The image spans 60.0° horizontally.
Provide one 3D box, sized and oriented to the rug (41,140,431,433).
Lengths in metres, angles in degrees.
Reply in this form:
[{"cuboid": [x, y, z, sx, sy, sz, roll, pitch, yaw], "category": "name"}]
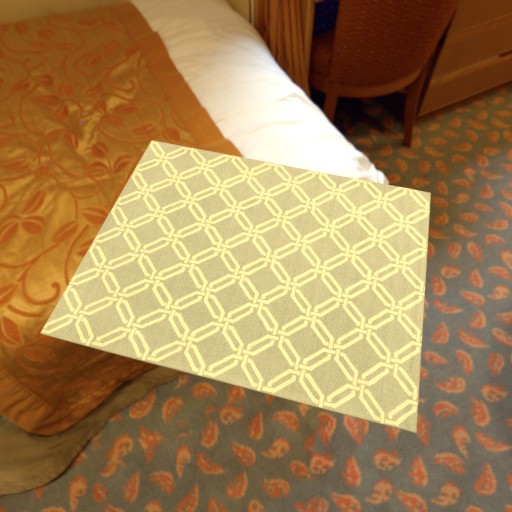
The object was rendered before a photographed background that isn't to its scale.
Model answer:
[{"cuboid": [0.000, 0.000, 3.882, 2.895, 0.018, 2.288, 12, 57, 8], "category": "rug"}]
